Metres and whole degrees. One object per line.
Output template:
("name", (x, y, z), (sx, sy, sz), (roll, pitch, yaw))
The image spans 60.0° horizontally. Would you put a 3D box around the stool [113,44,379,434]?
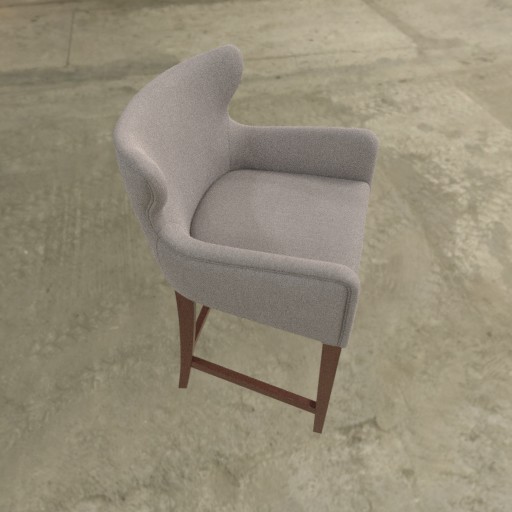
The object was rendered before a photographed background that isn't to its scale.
("stool", (0.000, 0.000, 1.276), (0.575, 0.951, 0.575), (11, 48, 10))
